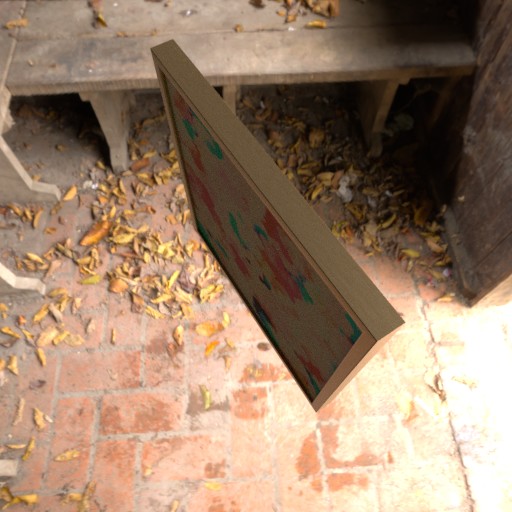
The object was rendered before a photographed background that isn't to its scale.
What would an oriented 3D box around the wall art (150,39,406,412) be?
[{"bbox_3d":[0.000,0.000,0.770,0.037,0.509,0.510,-29,67,-14],"label":"wall art"}]
